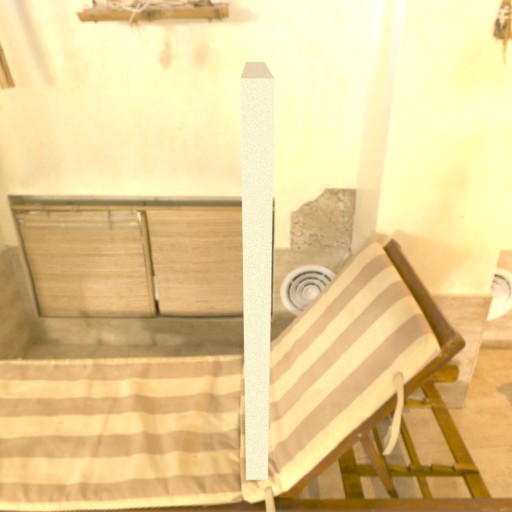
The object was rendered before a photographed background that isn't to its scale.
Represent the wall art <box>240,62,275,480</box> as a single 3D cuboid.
[{"bbox_3d":[0.000,0.000,0.547,0.025,0.428,0.293,0,26,0],"label":"wall art"}]
